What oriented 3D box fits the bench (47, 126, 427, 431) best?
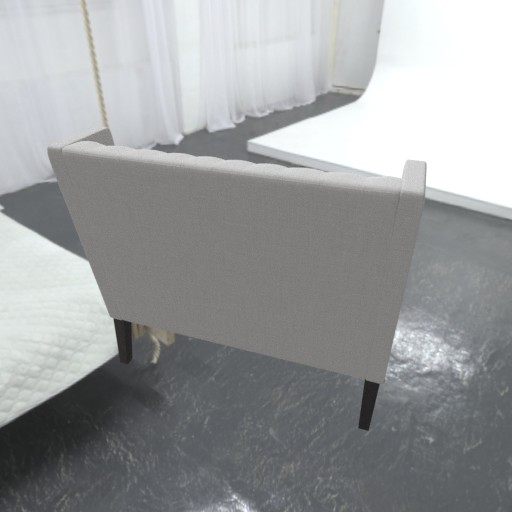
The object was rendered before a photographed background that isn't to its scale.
[{"bbox_3d":[0.000,0.000,1.987,1.280,1.123,0.847,10,33,16],"label":"bench"}]
